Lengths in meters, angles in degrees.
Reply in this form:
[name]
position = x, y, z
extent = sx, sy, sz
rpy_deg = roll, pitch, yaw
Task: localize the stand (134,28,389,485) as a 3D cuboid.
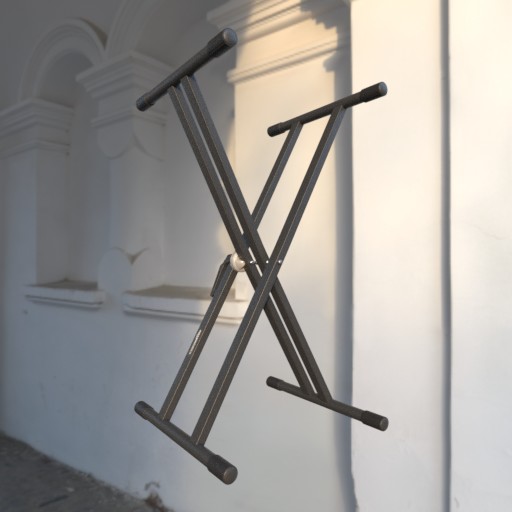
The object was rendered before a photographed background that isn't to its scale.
[stand]
position = 0.000, 0.000, 1.205
extent = 0.503, 0.900, 0.495
rpy_deg = 0, 0, -35
